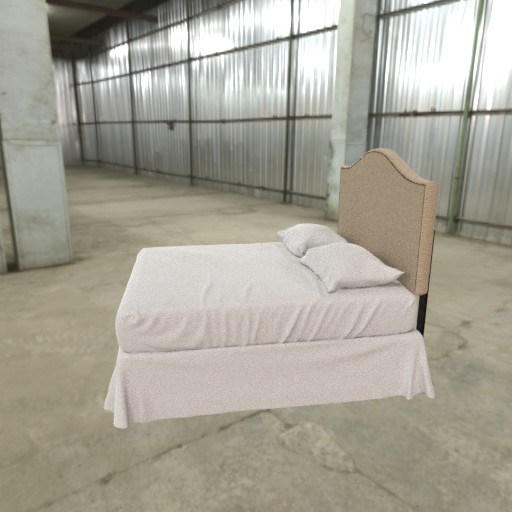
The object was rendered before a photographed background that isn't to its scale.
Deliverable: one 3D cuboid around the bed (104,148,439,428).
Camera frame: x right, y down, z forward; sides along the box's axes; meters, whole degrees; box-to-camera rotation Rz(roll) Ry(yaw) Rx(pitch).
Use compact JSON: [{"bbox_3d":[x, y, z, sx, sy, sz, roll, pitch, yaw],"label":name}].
[{"bbox_3d":[0.000,0.000,3.498,2.221,1.645,1.876,-2,15,-9],"label":"bed"}]
